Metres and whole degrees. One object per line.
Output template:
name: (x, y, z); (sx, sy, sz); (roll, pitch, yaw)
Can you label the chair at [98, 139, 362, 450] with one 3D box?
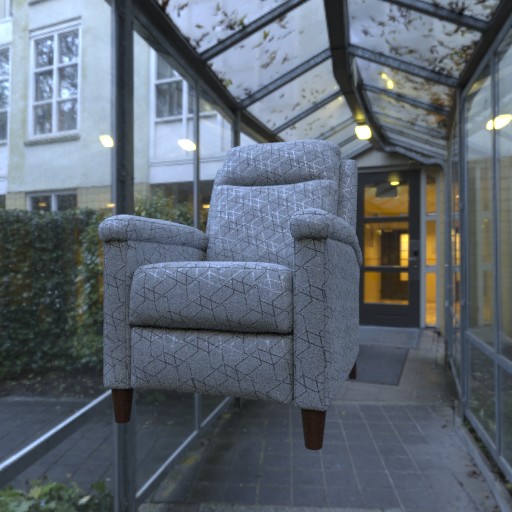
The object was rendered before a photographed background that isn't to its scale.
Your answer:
chair: (0.000, 0.000, 1.714); (0.753, 1.048, 0.987); (0, 0, 18)
